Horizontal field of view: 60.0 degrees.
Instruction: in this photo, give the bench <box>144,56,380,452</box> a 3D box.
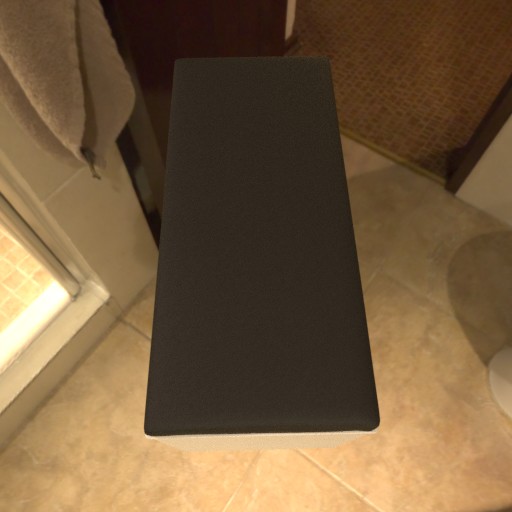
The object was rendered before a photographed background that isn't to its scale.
[{"bbox_3d":[0.000,0.000,1.145,0.401,0.500,0.899,-1,63,-1],"label":"bench"}]
